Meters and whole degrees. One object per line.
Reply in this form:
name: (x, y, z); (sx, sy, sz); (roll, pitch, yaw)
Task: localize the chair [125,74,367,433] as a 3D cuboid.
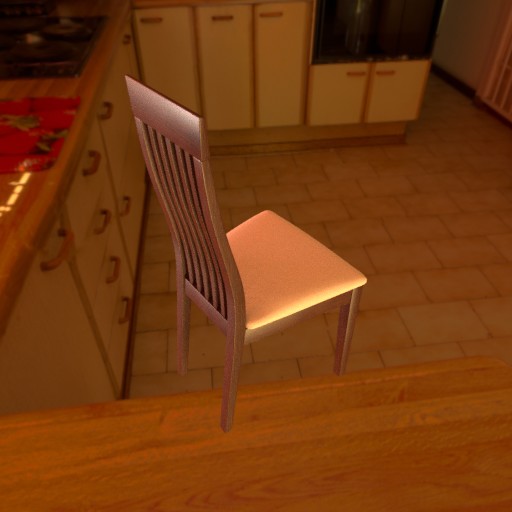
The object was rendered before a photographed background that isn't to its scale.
chair: (0.000, 0.000, 1.273); (0.474, 1.027, 0.460); (-26, 46, -28)
